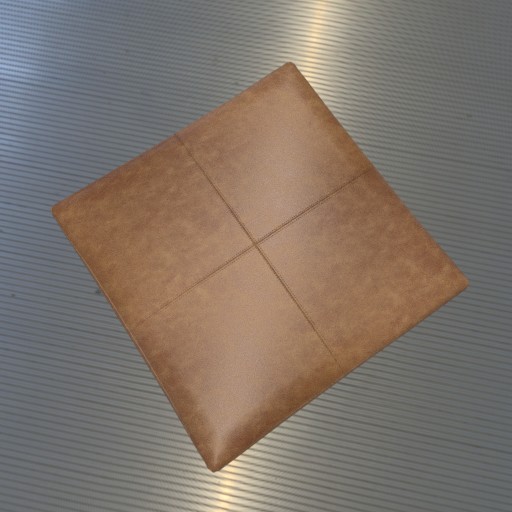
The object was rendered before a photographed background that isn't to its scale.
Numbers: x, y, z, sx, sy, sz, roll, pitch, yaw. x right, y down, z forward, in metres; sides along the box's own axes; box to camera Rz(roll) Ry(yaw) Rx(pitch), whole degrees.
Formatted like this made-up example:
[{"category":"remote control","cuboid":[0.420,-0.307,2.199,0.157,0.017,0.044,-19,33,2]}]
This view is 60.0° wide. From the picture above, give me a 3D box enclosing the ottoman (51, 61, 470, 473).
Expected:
[{"category":"ottoman","cuboid":[0.000,0.000,1.852,1.168,0.483,1.169,-34,79,-7]}]
